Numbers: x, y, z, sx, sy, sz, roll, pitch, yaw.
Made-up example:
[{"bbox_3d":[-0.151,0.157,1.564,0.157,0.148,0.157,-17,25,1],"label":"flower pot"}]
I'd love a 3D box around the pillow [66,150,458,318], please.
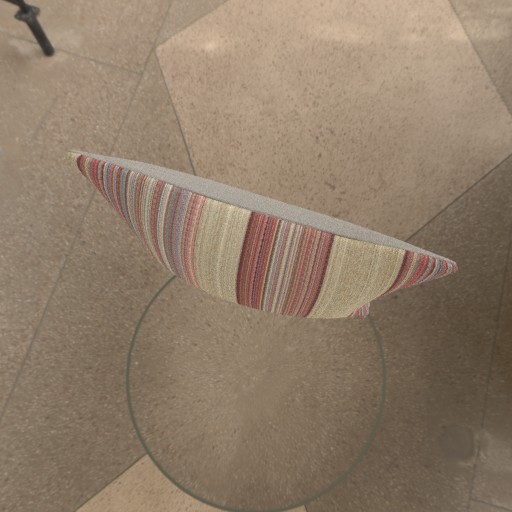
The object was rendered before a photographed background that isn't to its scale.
[{"bbox_3d":[0.000,0.000,0.660,0.437,0.419,0.136,17,76,4],"label":"pillow"}]
